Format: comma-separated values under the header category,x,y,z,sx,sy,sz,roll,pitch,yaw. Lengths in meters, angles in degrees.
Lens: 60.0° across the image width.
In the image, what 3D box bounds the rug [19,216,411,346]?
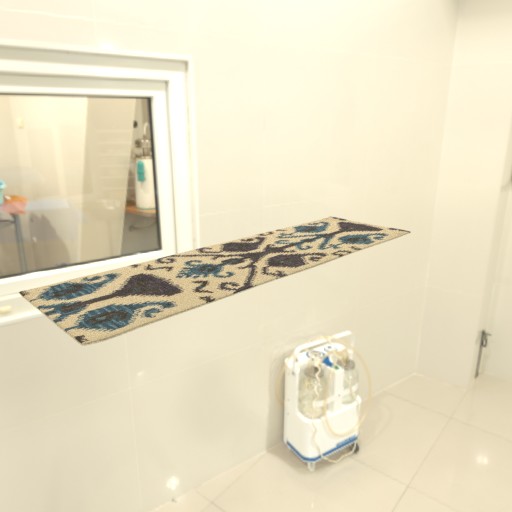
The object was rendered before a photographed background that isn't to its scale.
category,x,y,z,sx,sy,sz,roll,pitch,yaw
rug,0.000,0.000,2.512,2.301,0.017,0.692,-16,23,-41
